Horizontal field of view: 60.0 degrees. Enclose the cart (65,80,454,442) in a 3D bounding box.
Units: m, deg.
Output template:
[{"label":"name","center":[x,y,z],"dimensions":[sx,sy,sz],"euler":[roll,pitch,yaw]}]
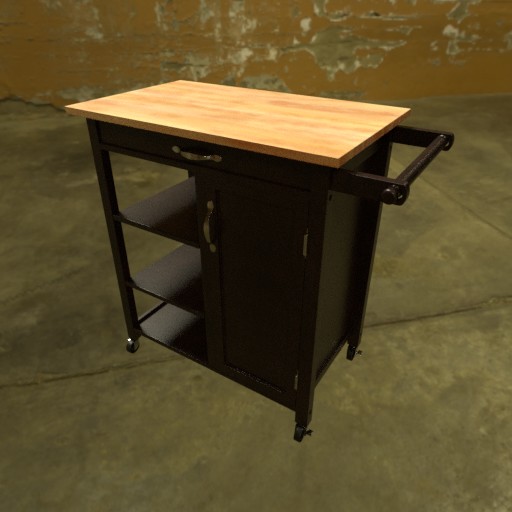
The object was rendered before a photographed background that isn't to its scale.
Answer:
[{"label":"cart","center":[0.000,0.000,1.371],"dimensions":[0.914,0.878,0.472],"euler":[18,36,27]}]
